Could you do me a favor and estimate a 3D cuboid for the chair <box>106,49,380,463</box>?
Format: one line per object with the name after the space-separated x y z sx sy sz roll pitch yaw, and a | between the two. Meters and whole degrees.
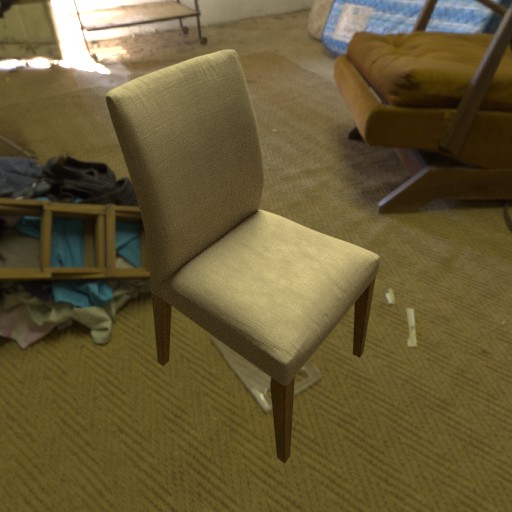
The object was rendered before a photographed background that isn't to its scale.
0.000 0.000 1.261 0.585 0.940 0.496 26 47 27 | chair
